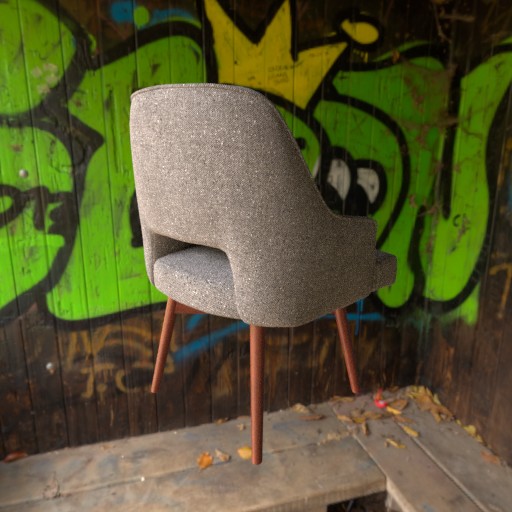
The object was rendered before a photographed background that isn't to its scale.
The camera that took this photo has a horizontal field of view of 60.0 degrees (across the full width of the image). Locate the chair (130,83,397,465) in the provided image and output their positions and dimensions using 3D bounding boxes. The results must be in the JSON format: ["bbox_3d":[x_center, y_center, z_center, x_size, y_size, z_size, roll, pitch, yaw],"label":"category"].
[{"bbox_3d":[0.000,0.000,1.279,0.608,0.875,0.629,14,20,43],"label":"chair"}]
